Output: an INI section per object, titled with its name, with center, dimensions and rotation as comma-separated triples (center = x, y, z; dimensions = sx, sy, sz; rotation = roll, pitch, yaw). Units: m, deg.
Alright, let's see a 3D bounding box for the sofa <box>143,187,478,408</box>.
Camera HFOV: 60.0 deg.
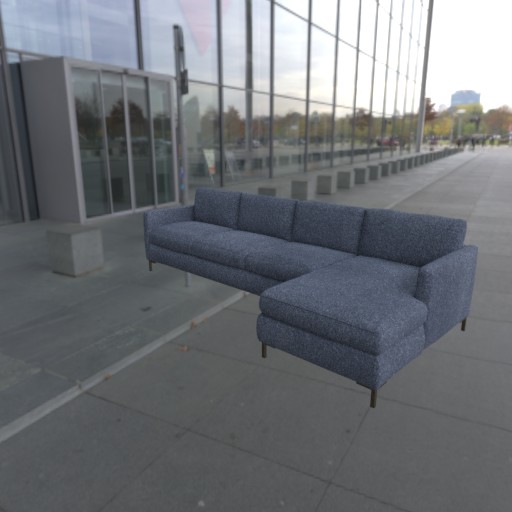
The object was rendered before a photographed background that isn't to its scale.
[sofa]
center = 0.000, 0.000, 3.516
dimensions = 2.932, 0.810, 1.350
rotation = 14, 20, 42
